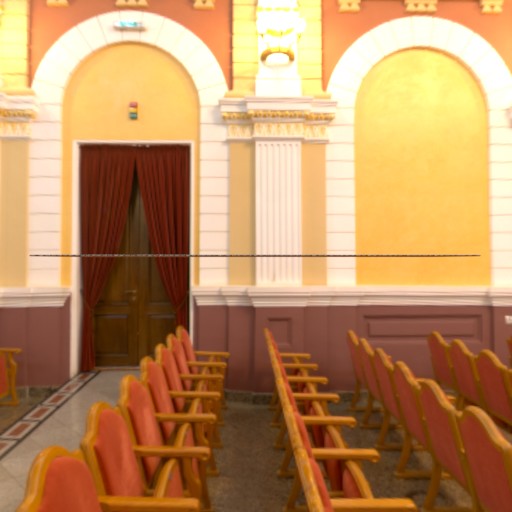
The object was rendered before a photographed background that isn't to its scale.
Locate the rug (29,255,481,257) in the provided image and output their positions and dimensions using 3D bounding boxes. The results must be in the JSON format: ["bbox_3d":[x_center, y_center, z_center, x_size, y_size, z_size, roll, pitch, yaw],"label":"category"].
[{"bbox_3d":[0.000,0.000,2.563,2.286,0.008,0.686,0,0,-1],"label":"rug"}]
